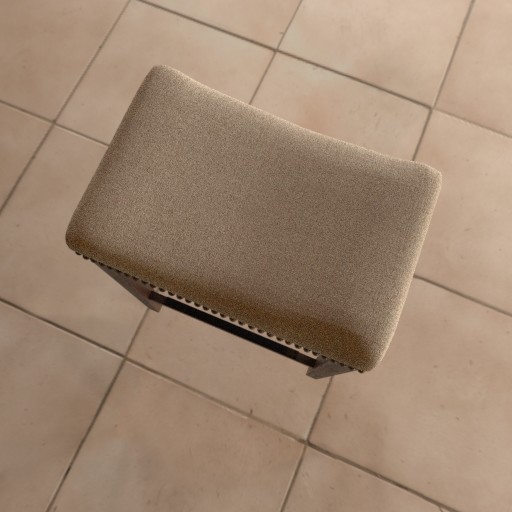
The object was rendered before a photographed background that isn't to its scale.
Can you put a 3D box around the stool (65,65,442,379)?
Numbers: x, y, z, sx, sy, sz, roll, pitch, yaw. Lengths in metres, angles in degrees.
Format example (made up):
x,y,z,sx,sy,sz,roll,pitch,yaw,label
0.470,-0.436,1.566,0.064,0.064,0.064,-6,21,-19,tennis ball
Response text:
x,y,z,sx,sy,sz,roll,pitch,yaw,label
0.000,0.000,0.957,0.509,0.669,0.363,22,77,5,stool
